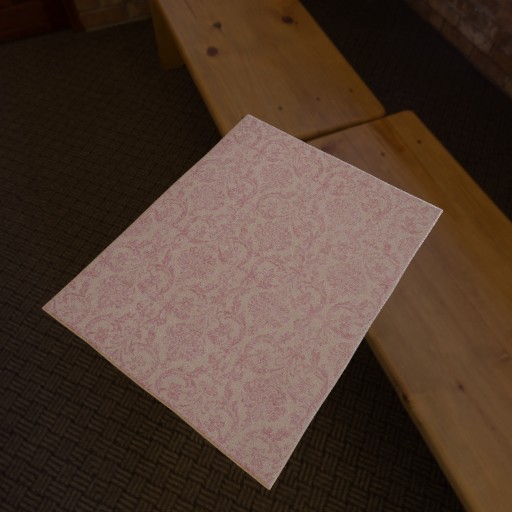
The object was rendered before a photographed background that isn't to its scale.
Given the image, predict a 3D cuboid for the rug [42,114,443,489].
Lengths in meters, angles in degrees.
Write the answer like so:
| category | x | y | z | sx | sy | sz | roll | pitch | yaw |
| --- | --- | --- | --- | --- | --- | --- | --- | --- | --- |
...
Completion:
| category | x | y | z | sx | sy | sz | roll | pitch | yaw |
| --- | --- | --- | --- | --- | --- | --- | --- | --- | --- |
| rug | 0.000 | 0.000 | 4.055 | 2.363 | 0.012 | 2.980 | 31 | 63 | 18 |
